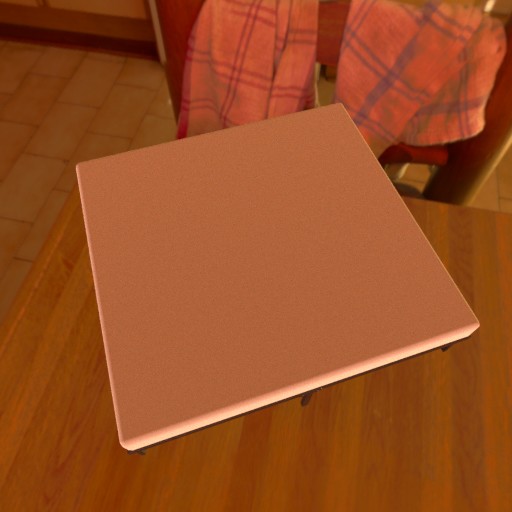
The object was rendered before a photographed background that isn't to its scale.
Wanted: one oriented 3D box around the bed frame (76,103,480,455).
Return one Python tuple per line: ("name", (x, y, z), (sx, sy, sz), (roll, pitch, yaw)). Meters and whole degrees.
("bed frame", (0.000, 0.000, 3.870), (2.635, 0.680, 2.526), (-16, 60, -9))
